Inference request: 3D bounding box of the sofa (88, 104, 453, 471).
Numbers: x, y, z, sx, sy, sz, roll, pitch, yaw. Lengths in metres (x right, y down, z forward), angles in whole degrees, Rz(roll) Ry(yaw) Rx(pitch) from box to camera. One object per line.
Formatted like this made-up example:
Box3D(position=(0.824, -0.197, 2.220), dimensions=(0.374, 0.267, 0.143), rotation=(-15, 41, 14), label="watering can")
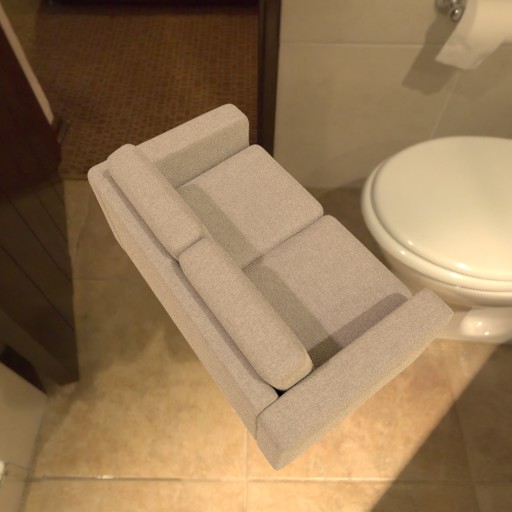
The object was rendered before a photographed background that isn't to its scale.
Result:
Box3D(position=(0.000, 0.000, 2.058), dimensions=(0.900, 0.800, 1.540), rotation=(-32, 63, -18), label="sofa")
